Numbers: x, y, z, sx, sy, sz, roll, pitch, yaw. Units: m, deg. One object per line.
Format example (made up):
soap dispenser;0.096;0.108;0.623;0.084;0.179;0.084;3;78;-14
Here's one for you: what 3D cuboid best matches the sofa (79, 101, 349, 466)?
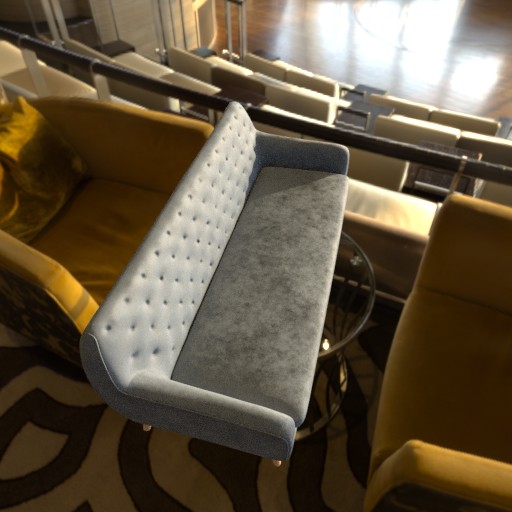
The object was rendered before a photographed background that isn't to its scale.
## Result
sofa;0.000;0.000;2.390;0.841;0.832;1.975;10;46;10
